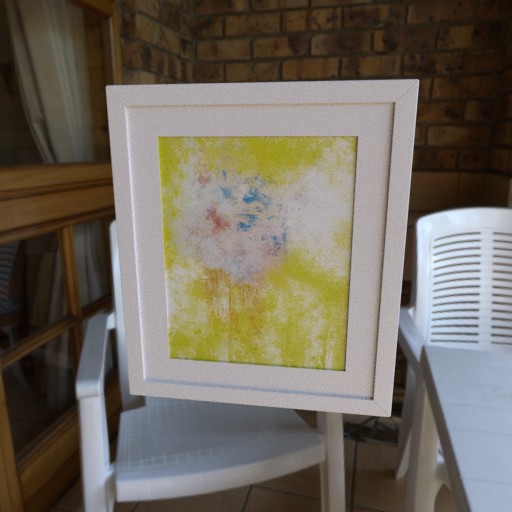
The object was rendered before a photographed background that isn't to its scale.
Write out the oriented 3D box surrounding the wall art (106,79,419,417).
[{"bbox_3d":[0.000,0.000,0.523,0.331,0.381,0.028,2,14,8],"label":"wall art"}]
